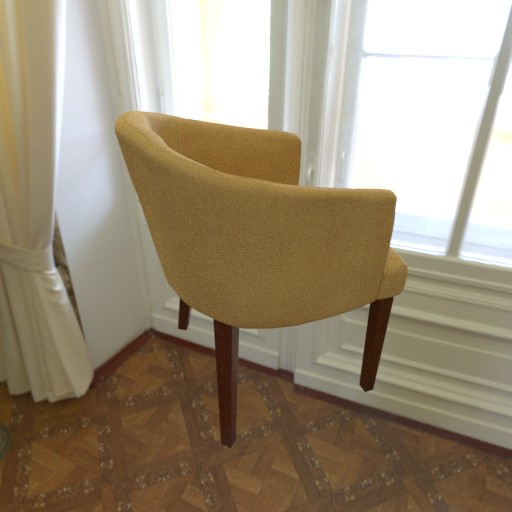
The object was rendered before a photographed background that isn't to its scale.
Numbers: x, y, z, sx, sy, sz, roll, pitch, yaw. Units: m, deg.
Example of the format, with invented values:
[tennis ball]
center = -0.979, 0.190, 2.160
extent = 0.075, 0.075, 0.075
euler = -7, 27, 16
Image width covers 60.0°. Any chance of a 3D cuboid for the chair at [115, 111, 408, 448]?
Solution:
[chair]
center = 0.000, 0.000, 1.259
extent = 0.655, 0.811, 0.583
euler = -11, 32, -18
